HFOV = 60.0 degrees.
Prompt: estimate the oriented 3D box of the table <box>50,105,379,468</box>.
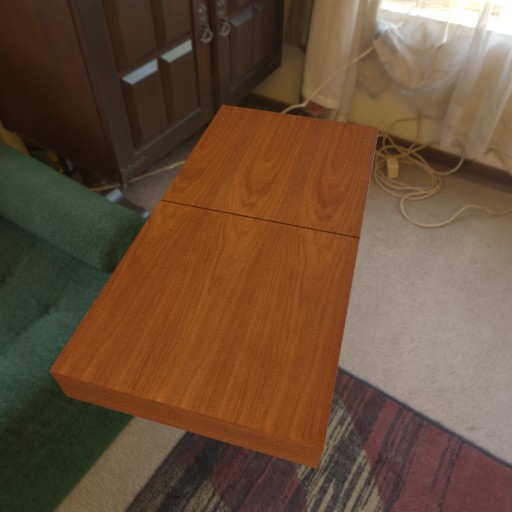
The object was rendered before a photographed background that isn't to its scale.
[{"bbox_3d":[0.000,0.000,1.428,0.610,0.330,1.194,12,49,10],"label":"table"}]
